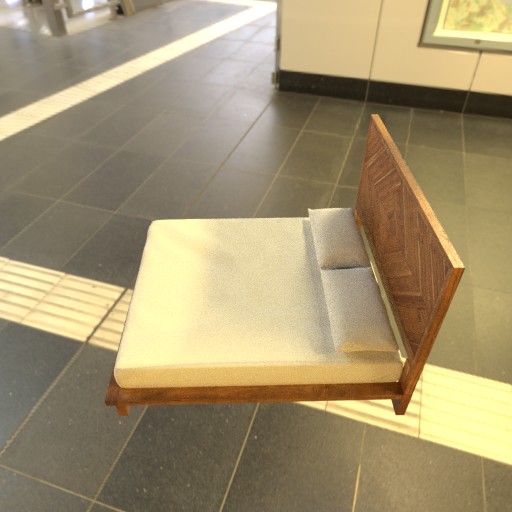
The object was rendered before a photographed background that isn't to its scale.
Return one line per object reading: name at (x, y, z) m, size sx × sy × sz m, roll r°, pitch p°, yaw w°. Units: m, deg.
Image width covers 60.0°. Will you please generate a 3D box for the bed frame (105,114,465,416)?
bed frame at (0.000, 0.000, 3.667) m, size 2.235 × 1.537 × 2.038 m, roll -1°, pitch 41°, yaw -1°
